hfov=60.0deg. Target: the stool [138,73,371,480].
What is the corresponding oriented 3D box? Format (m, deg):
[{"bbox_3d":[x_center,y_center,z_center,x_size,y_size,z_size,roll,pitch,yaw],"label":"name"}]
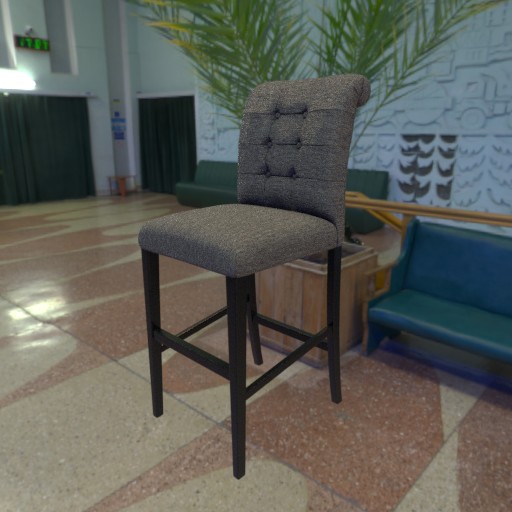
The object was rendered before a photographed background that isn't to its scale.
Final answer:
[{"bbox_3d":[0.000,0.000,1.460,0.452,1.131,0.613,15,21,42],"label":"stool"}]
